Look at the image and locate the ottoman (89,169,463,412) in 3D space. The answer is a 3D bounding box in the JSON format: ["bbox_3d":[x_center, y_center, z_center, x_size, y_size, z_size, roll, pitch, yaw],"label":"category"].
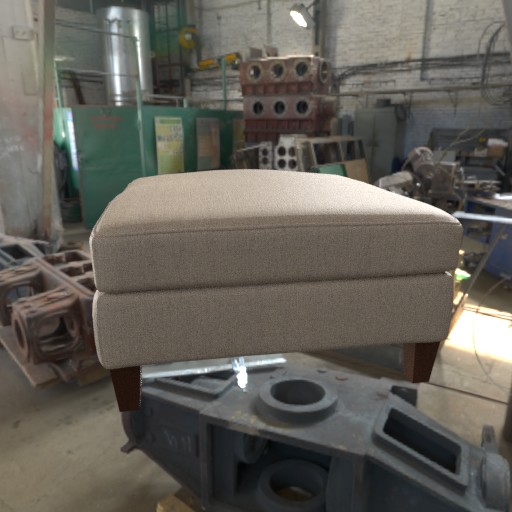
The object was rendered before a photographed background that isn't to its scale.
[{"bbox_3d":[0.000,0.000,1.364,0.838,0.481,0.838,-3,17,-9],"label":"ottoman"}]
